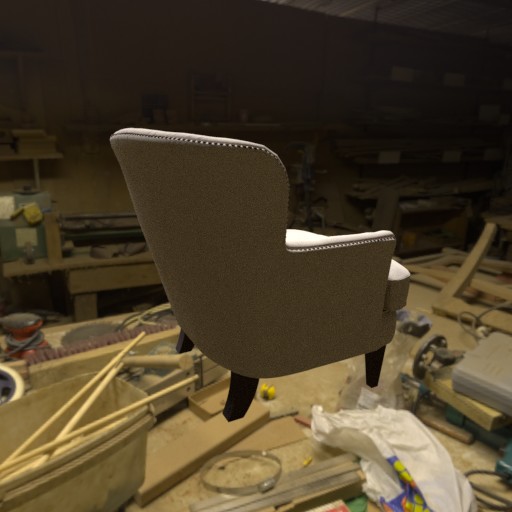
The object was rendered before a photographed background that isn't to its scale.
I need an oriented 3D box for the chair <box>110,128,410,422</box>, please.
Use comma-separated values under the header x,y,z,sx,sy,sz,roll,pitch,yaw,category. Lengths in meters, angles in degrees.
x,y,z,sx,sy,sz,roll,pitch,yaw,category
0.000,0.000,1.570,0.906,0.868,0.848,-8,18,-26,chair
